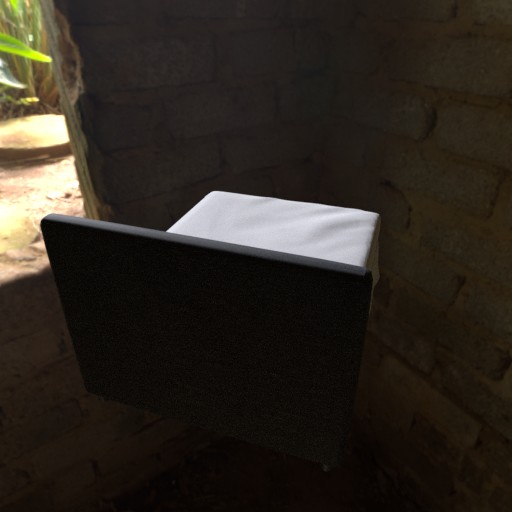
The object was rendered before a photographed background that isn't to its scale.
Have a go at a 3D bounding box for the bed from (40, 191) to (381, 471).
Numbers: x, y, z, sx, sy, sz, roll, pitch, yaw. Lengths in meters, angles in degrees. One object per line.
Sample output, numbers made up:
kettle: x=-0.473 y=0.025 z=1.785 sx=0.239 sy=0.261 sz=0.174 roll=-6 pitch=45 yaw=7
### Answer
bed: x=0.000 y=0.000 z=3.174 sx=1.723 sy=1.330 sz=2.142 roll=10 pitch=32 yaw=16
